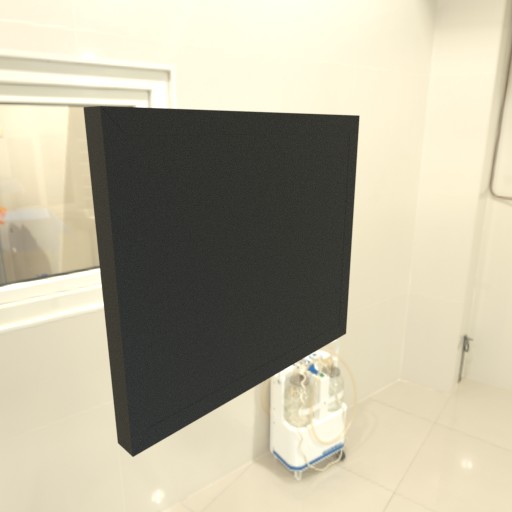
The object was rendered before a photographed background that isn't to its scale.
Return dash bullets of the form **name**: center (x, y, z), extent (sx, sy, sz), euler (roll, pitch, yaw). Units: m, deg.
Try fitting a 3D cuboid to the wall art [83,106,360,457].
- **wall art**: center (0.000, 0.000, 0.535), extent (0.029, 0.330, 0.381), euler (15, 22, 42)
